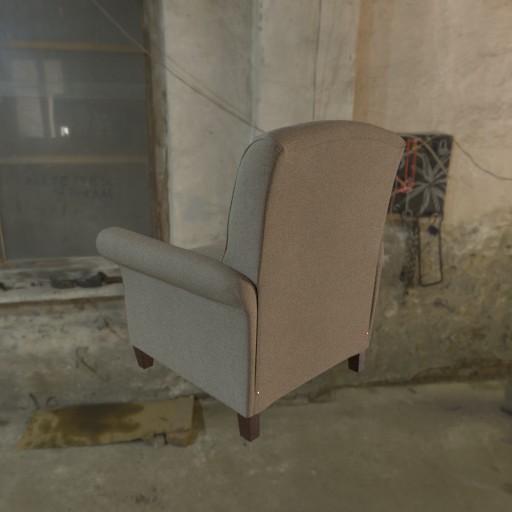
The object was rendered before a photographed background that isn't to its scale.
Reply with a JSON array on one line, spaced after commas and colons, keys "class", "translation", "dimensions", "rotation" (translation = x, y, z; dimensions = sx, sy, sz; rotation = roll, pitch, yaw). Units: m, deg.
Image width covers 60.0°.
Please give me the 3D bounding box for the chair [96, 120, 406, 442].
[{"class": "chair", "translation": [0.000, 0.000, 1.848], "dimensions": [0.978, 1.061, 0.905], "rotation": [-14, 20, -43]}]
